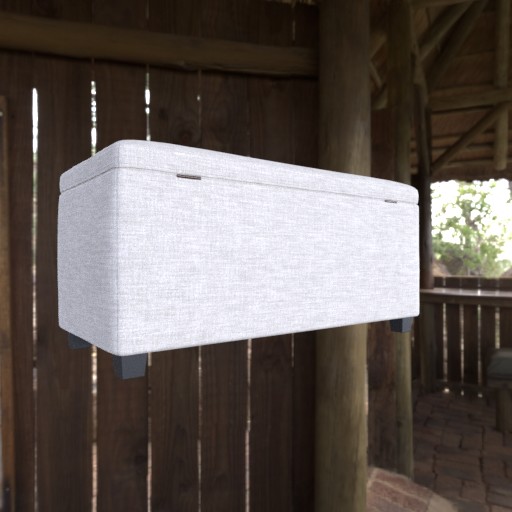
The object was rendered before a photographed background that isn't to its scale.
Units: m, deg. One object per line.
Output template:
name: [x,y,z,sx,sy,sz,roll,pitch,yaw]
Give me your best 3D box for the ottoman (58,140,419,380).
ottoman: [0.000,0.000,1.161,0.902,0.432,0.419,0,0,-37]
